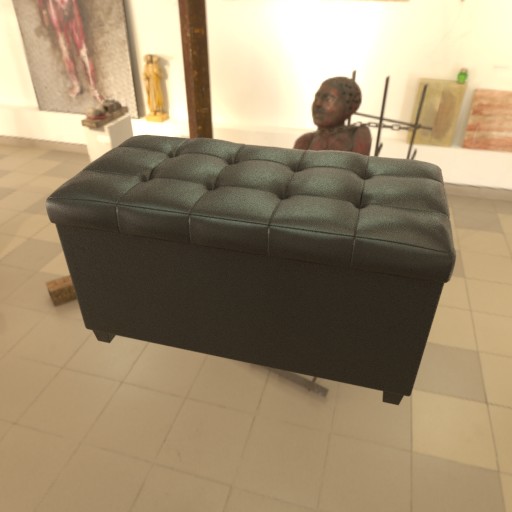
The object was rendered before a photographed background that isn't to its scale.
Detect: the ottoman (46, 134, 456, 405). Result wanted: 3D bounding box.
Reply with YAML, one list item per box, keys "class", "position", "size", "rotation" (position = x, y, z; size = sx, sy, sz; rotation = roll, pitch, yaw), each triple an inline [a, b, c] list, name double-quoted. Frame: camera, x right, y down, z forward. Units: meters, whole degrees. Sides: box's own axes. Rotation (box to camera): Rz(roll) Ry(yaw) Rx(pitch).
- class: "ottoman"
  position: [0.000, 0.000, 1.129]
  size: [0.838, 0.470, 0.432]
  rotation: [9, 35, 13]
